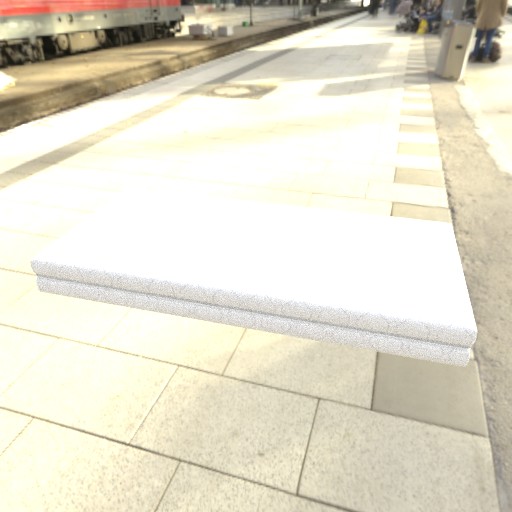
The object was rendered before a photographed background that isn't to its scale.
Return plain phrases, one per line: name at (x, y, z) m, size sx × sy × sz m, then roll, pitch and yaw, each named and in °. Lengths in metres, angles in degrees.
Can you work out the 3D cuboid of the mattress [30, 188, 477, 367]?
mattress at (0.000, 0.000, 2.217) m, size 1.900 × 0.200 × 0.900 m, roll 8°, pitch 32°, yaw 13°
